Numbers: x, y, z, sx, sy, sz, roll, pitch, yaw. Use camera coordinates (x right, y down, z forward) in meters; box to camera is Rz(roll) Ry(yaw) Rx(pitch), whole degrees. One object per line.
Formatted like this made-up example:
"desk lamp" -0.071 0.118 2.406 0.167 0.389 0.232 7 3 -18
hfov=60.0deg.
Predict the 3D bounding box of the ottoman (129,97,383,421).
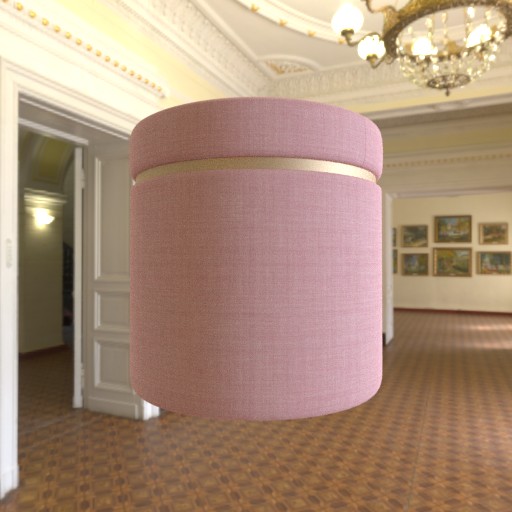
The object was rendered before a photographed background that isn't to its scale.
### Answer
"ottoman" 0.000 0.000 0.725 0.400 0.406 0.400 0 -1 0
